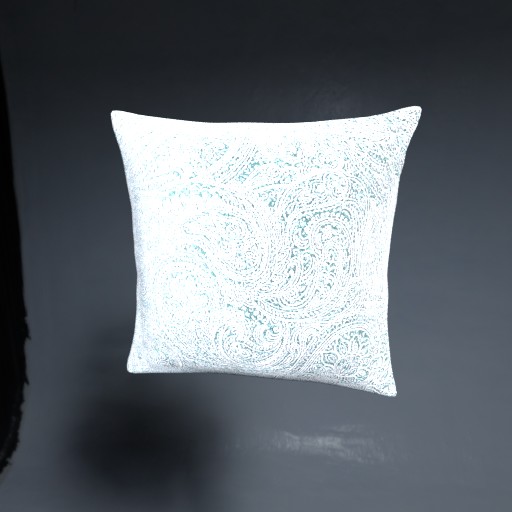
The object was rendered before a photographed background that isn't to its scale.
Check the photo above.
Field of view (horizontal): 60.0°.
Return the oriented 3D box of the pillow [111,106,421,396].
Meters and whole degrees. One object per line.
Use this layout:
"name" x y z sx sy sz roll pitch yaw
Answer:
"pillow" 0.000 0.000 0.799 0.526 0.507 0.166 2 15 9
